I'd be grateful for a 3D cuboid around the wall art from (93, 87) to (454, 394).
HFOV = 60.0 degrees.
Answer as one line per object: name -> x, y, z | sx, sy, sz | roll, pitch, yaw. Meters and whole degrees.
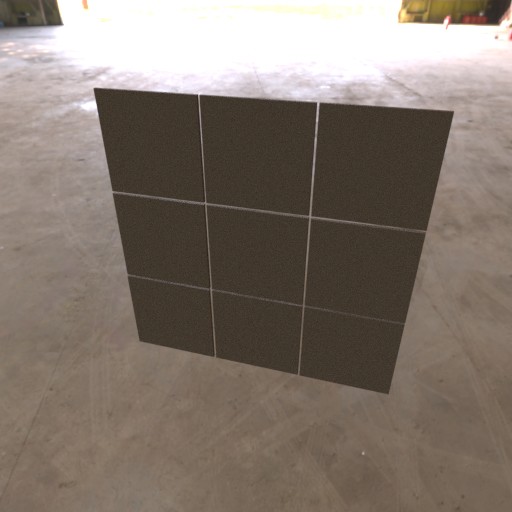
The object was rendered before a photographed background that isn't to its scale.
wall art -> 0.000, 0.000, 1.773 | 1.216, 1.216, 0.013 | 9, 33, 14
